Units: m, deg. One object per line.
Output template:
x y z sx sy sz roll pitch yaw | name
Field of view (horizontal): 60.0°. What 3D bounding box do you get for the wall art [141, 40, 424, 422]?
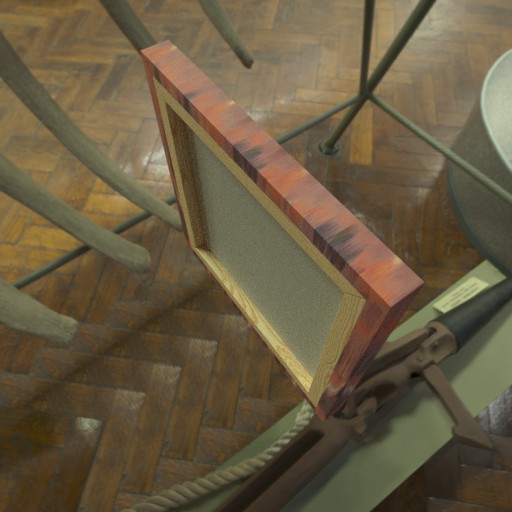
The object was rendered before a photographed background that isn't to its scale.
0.000 0.000 0.601 0.038 0.406 0.403 -32 63 -18 | wall art
